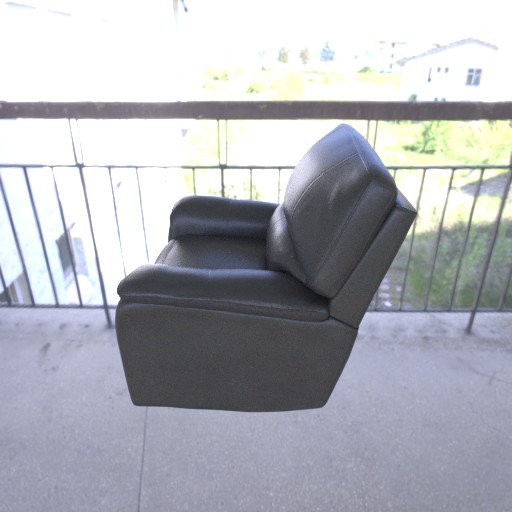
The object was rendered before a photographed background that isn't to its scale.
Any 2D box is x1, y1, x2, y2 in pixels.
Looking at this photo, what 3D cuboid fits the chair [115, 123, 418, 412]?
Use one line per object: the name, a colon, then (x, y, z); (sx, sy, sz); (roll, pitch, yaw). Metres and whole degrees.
chair: (0.000, 0.000, 2.044); (1.087, 1.109, 1.096); (1, 25, 2)
